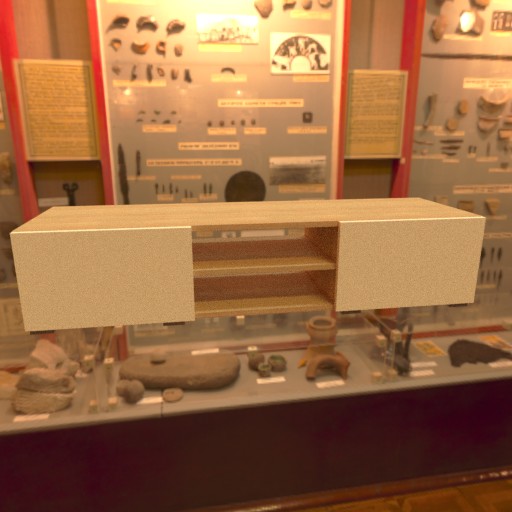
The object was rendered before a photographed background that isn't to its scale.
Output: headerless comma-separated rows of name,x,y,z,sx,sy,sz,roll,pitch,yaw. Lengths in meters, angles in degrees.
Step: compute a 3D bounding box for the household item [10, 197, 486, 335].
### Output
household item,0.000,0.000,1.530,1.400,0.310,0.420,-3,16,-9
